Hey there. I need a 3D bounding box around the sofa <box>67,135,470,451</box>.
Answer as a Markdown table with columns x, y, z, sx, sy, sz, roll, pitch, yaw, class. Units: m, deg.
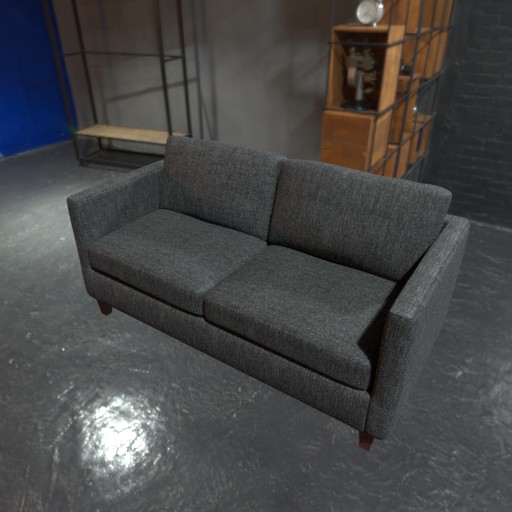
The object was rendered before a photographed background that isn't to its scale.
| x | y | z | sx | sy | sz | roll | pitch | yaw | class |
| --- | --- | --- | --- | --- | --- | --- | --- | --- | --- |
| 0.000 | 0.000 | 2.371 | 1.884 | 0.963 | 0.950 | 19 | 36 | 28 | sofa |
